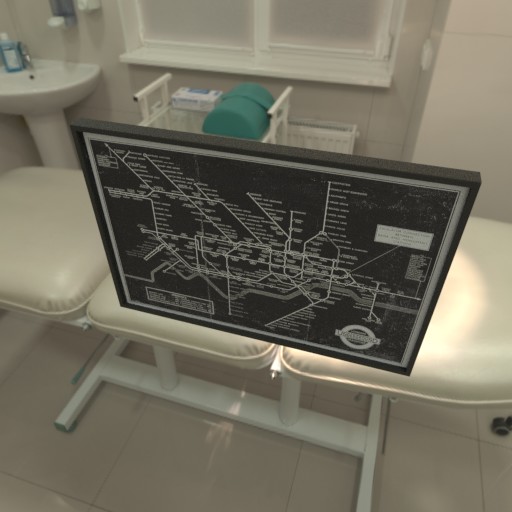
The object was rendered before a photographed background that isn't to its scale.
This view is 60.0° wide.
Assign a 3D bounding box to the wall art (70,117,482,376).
[{"bbox_3d":[0.000,0.000,0.564,0.443,0.301,0.021,11,41,13],"label":"wall art"}]
